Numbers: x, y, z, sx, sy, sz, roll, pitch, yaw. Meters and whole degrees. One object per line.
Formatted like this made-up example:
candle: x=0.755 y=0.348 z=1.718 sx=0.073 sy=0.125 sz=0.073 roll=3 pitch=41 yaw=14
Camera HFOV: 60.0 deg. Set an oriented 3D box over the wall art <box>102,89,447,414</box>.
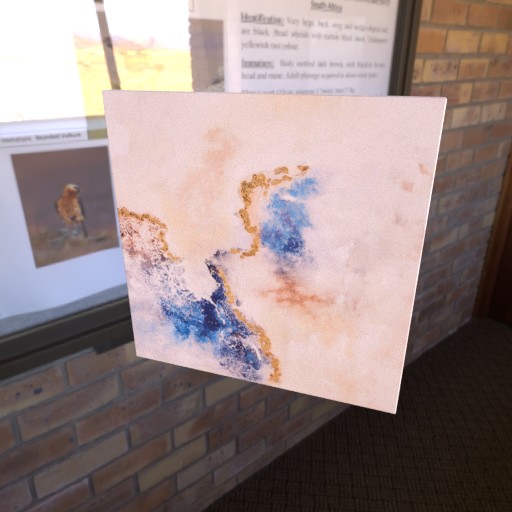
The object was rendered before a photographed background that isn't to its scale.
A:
wall art: x=0.000 y=0.000 z=1.288 sx=0.889 sy=0.889 sz=0.038 roll=8 pitch=25 yaw=17
